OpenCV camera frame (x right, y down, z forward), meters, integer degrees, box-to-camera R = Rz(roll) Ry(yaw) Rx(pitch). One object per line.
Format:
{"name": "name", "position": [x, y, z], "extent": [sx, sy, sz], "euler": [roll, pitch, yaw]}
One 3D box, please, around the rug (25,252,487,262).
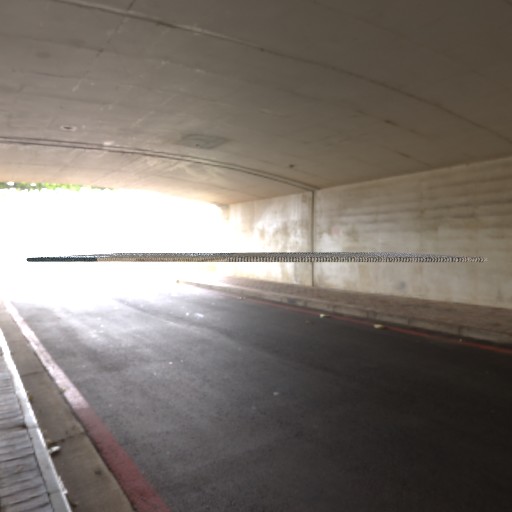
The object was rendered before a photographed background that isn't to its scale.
{"name": "rug", "position": [0.000, 0.000, 2.379], "extent": [1.847, 0.020, 1.238], "euler": [0, 1, -1]}
